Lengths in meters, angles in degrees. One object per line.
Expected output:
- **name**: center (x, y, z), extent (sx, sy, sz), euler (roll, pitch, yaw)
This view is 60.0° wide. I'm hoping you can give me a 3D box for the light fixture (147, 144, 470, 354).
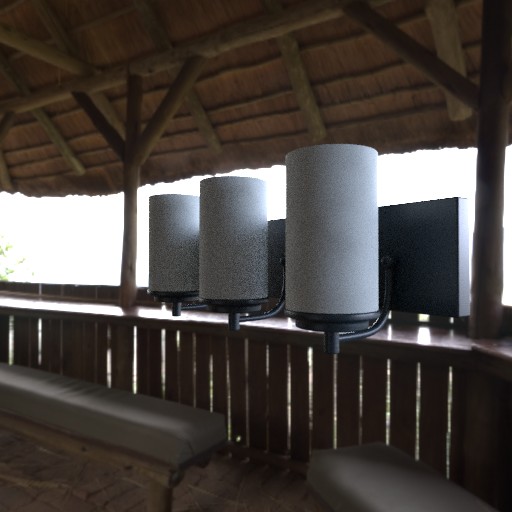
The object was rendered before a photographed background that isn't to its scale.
- **light fixture**: center (0.000, 0.000, 0.534), extent (0.145, 0.172, 0.451), euler (0, -1, -35)
